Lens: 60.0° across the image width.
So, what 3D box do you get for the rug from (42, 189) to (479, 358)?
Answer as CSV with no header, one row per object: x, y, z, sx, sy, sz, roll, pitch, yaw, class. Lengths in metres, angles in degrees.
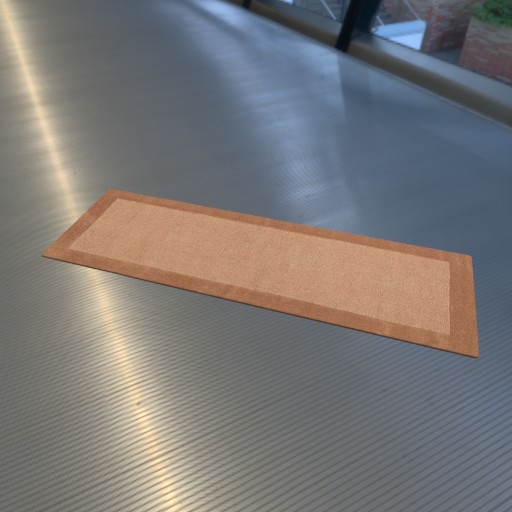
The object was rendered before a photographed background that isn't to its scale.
0.000,0.000,2.629,2.439,0.017,0.764,12,42,13,rug
